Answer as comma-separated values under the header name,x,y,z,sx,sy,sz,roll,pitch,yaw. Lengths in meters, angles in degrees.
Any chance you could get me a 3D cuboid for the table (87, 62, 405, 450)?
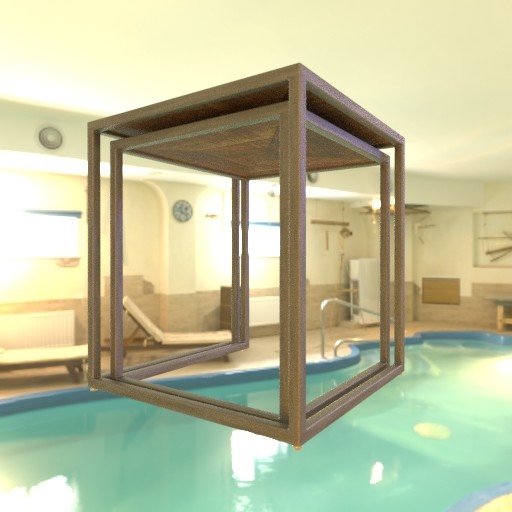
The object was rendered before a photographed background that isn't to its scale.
name,x,y,z,sx,sy,sz,roll,pitch,yaw
table,0.000,0.000,0.876,0.450,0.500,0.449,0,0,35
